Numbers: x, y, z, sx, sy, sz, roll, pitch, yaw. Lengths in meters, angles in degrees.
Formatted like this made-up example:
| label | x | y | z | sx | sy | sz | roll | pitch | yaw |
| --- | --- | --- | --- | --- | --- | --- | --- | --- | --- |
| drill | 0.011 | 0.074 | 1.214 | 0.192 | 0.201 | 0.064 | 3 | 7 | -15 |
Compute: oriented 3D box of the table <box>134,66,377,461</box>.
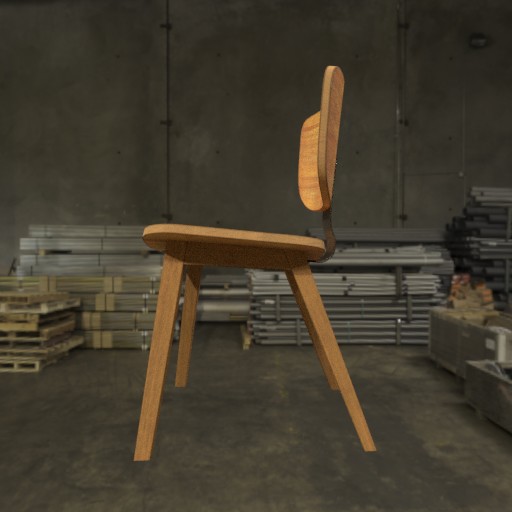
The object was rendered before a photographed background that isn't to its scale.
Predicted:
| label | x | y | z | sx | sy | sz | roll | pitch | yaw |
| --- | --- | --- | --- | --- | --- | --- | --- | --- | --- |
| table | 0.000 | 0.000 | 1.125 | 0.500 | 0.805 | 0.499 | 0 | 1 | 0 |
